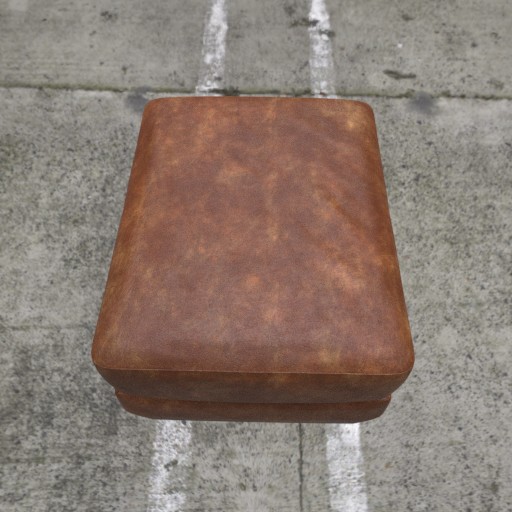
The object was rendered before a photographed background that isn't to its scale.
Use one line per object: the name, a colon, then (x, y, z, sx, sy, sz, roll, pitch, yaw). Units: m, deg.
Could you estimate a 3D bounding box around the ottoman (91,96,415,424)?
ottoman: (0.000, 0.000, 1.116, 0.603, 0.476, 0.751, 1, 59, 1)
